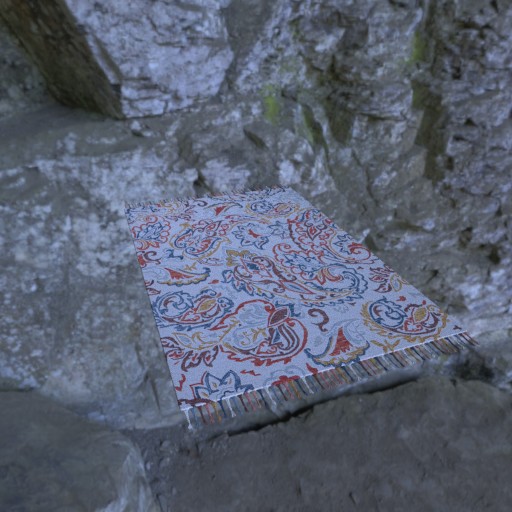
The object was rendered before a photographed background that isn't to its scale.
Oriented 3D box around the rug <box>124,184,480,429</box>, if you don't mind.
[{"bbox_3d":[0.000,0.000,2.421,1.218,0.010,1.997,-10,31,-18],"label":"rug"}]
